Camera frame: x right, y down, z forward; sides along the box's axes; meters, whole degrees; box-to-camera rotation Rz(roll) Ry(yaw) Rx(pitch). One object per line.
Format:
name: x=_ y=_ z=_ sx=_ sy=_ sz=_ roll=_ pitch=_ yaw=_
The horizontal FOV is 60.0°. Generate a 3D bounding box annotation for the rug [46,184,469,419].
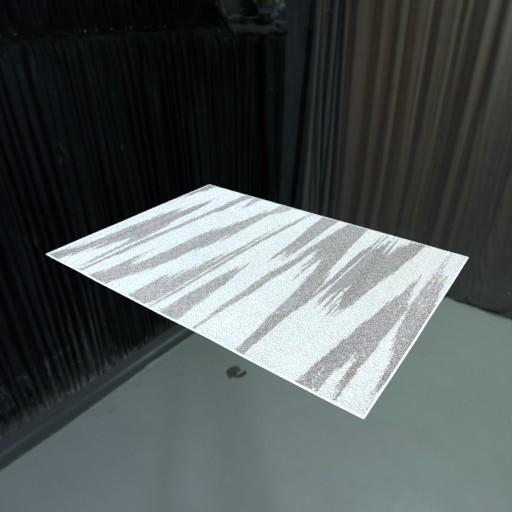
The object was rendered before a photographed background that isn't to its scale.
rug: x=0.000 y=0.000 z=2.752 sx=2.142 sy=0.010 sz=1.533 roll=20 pitch=35 yaw=31
